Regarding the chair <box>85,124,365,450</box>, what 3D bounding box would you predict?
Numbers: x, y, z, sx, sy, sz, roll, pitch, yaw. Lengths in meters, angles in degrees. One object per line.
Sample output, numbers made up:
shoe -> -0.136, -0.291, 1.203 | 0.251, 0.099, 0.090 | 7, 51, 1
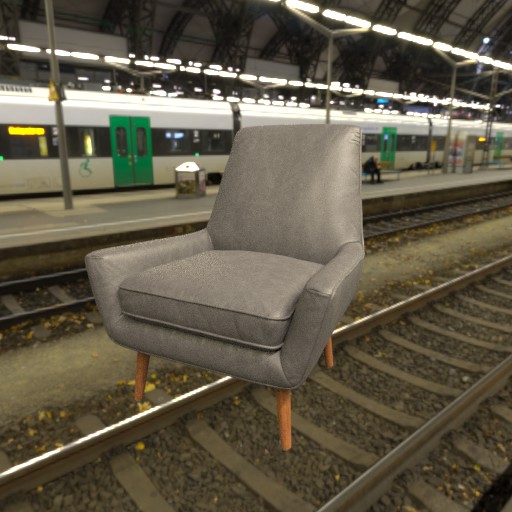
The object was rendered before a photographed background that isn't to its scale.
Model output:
chair -> 0.000, 0.000, 1.514 | 0.787, 0.888, 0.822 | 7, 16, 26
